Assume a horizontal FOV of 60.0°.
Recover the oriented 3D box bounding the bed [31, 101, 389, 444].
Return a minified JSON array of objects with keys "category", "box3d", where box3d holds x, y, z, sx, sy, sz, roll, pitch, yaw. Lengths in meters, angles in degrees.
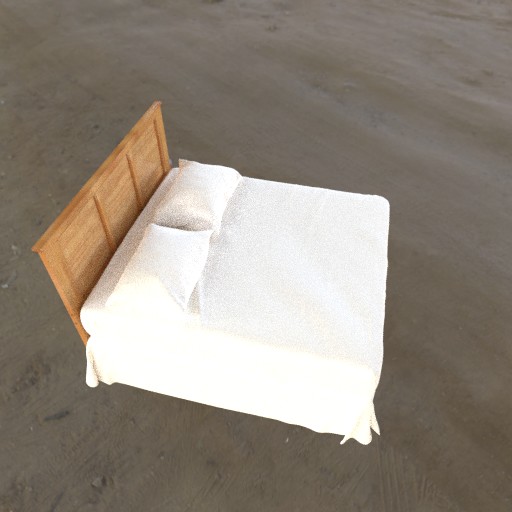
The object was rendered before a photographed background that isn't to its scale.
[{"category":"bed","box3d":[0.000,0.000,3.138,2.035,1.273,1.870,10,47,9]}]
